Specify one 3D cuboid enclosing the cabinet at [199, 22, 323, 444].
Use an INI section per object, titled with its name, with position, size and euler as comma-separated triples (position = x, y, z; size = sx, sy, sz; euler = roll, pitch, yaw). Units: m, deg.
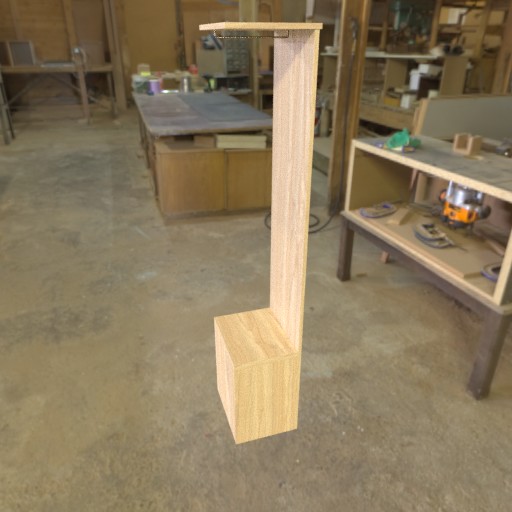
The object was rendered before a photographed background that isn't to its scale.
[cabinet]
position = 0.000, 0.000, 2.027
size = 0.338, 1.879, 0.411
euler = -8, 27, -16
